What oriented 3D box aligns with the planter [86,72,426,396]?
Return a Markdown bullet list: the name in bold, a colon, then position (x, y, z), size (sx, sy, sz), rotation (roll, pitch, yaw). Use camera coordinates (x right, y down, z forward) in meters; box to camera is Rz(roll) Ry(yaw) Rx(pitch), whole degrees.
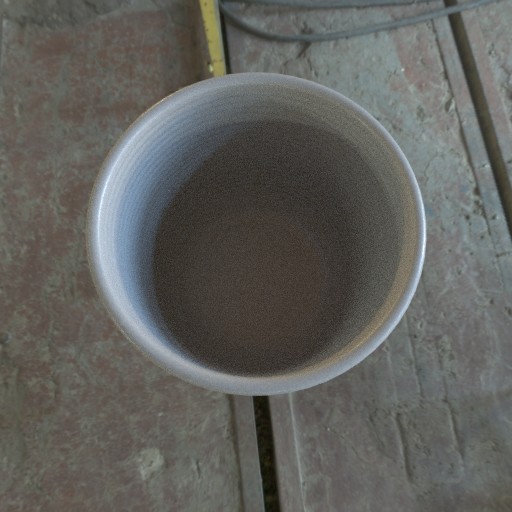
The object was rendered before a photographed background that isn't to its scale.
- **planter**: position (0.000, 0.000, 0.213), size (0.124, 0.109, 0.124), rotation (0, 75, 0)
